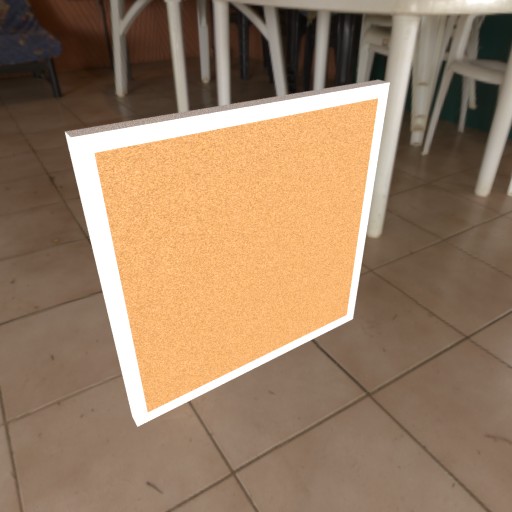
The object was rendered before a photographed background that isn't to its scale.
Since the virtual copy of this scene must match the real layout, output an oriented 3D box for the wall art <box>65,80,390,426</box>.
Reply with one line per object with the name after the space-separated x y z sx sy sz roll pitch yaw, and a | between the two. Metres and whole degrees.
0.000 0.000 1.132 0.762 0.762 0.038 -20 38 -28 | wall art
